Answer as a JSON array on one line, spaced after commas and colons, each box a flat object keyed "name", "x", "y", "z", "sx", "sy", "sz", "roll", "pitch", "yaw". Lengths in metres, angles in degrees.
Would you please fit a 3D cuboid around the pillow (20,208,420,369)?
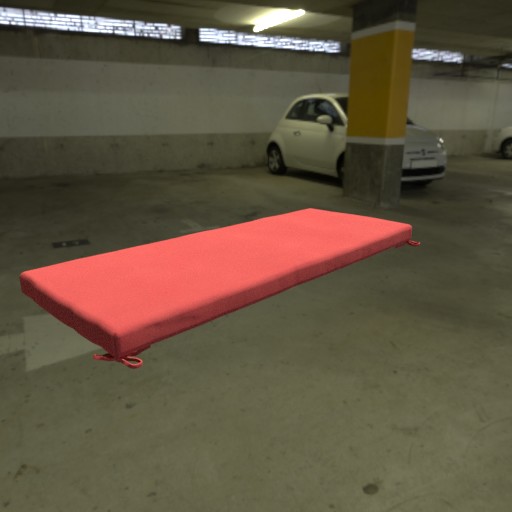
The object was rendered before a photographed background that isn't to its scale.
[{"name": "pillow", "x": 0.000, "y": 0.000, "z": 1.299, "sx": 0.492, "sy": 0.081, "sz": 1.187, "roll": 16, "pitch": 23, "yaw": 42}]
